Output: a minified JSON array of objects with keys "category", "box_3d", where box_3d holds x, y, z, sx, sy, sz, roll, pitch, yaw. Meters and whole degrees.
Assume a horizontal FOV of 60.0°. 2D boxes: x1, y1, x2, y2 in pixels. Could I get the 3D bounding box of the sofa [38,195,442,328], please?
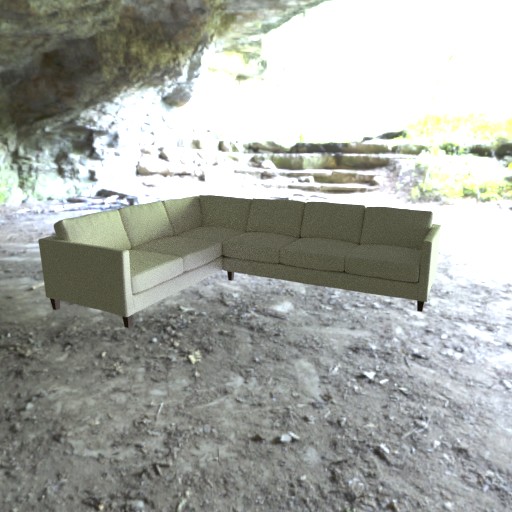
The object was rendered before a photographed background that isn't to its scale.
[{"category":"sofa","box_3d":[0.000,0.000,4.380,3.182,0.863,2.432,8,17,26]}]
